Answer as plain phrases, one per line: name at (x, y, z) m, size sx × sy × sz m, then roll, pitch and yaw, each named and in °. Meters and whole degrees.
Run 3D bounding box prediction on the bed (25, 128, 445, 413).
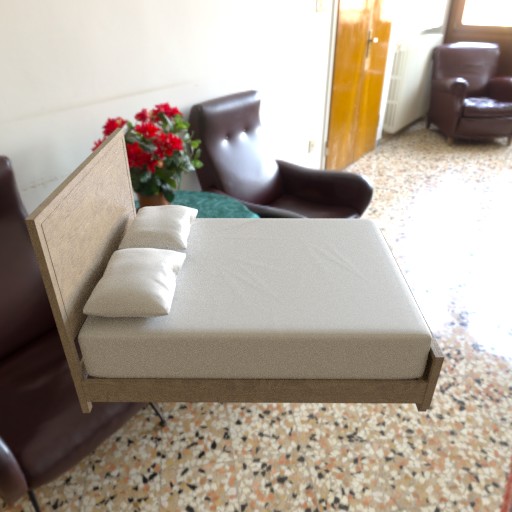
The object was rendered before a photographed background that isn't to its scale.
bed at (0.000, 0.000, 3.143) m, size 2.189 × 1.369 × 1.606 m, roll 0°, pitch 31°, yaw 0°
